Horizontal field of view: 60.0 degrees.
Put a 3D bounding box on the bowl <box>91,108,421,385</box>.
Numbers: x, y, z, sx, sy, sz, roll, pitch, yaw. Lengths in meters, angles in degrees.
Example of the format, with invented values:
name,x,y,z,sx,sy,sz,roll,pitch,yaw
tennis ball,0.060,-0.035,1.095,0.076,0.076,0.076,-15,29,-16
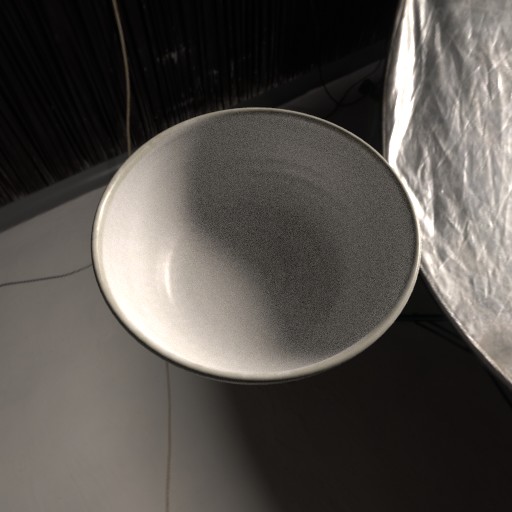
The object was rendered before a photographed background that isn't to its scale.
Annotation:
name,x,y,z,sx,sy,sz,roll,pitch,yaw
bowl,0.000,0.000,0.415,0.268,0.121,0.268,0,59,0
